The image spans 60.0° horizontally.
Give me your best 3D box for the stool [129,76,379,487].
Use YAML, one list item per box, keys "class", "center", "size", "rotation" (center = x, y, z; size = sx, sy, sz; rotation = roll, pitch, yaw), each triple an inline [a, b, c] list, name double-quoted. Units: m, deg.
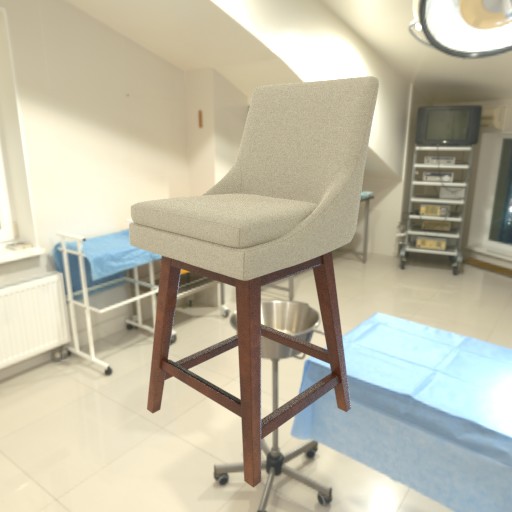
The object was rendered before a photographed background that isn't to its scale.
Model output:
- class: "stool"
  center: [0.000, 0.000, 1.292]
  size: [0.469, 0.991, 0.559]
  rotation: [14, 21, 41]
